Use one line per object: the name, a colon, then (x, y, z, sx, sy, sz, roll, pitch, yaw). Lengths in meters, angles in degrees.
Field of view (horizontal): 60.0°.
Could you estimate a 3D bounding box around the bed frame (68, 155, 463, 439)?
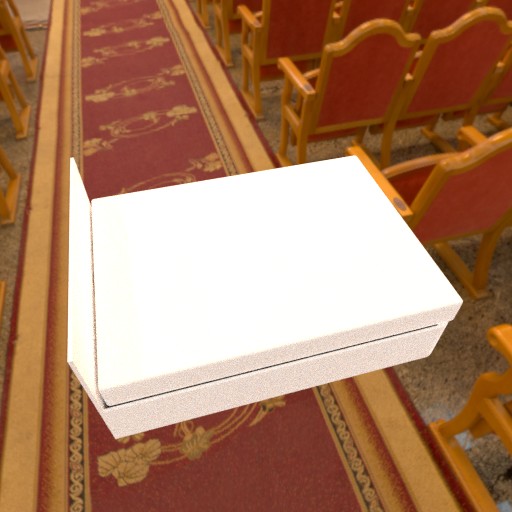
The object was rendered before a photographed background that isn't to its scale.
bed frame: (0.000, 0.000, 2.639, 1.900, 0.800, 1.400, -11, 48, -10)
